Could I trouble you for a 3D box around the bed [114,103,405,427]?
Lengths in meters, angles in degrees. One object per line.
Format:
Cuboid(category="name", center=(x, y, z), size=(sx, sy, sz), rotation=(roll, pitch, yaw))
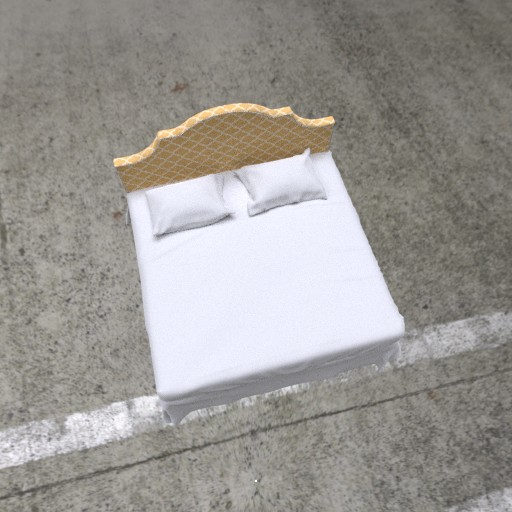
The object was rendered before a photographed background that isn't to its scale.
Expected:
Cuboid(category="bed", center=(0.000, 0.000, 3.816), size=(2.314, 1.601, 2.222), rotation=(-13, 64, -6))
